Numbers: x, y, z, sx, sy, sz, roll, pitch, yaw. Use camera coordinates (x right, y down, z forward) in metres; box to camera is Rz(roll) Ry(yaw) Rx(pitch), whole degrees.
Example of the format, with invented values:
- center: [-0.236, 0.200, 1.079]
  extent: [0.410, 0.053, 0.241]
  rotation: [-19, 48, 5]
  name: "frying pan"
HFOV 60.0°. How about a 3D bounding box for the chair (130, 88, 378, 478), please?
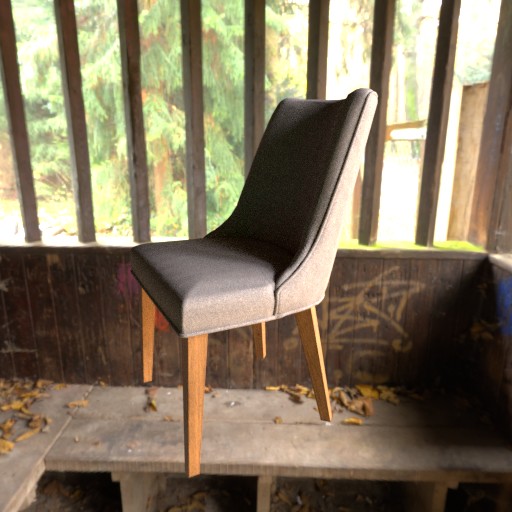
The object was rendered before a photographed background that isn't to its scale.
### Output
- center: [0.000, 0.000, 1.303]
  extent: [0.636, 0.916, 0.548]
  rotation: [-8, 17, -26]
  name: "chair"
